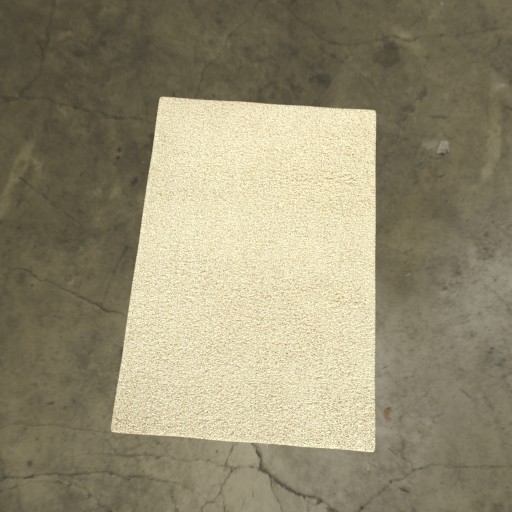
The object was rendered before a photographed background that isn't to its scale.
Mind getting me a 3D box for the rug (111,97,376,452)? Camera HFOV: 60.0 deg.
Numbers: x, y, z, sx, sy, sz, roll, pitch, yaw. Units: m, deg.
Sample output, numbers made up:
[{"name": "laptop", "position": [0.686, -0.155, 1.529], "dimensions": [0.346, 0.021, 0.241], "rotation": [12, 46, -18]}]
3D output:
[{"name": "rug", "position": [0.000, 0.000, 2.268], "dimensions": [1.219, 0.030, 1.778], "rotation": [4, 75, 1]}]
